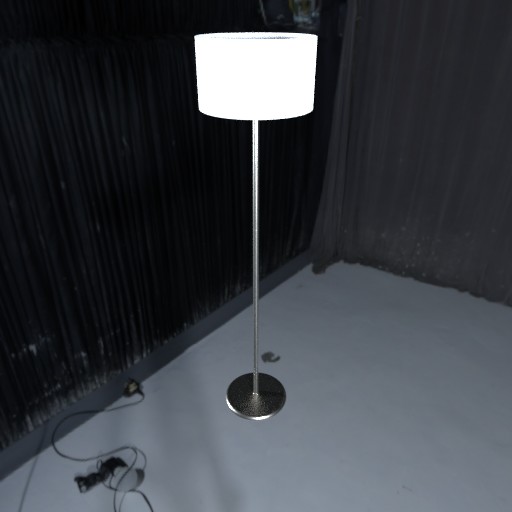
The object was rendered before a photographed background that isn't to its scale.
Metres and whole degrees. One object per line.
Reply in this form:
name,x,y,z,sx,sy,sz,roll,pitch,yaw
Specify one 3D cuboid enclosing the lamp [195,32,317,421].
lamp,0.000,0.000,1.618,0.347,1.443,0.347,21,36,33
